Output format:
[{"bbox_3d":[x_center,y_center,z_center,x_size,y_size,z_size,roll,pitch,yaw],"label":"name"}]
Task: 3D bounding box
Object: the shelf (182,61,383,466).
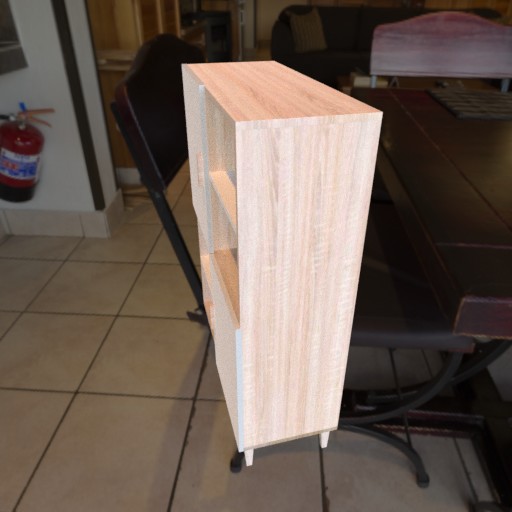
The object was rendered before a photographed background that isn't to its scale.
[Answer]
[{"bbox_3d":[0.000,0.000,1.897,0.434,1.405,0.995,-8,32,-13],"label":"shelf"}]
